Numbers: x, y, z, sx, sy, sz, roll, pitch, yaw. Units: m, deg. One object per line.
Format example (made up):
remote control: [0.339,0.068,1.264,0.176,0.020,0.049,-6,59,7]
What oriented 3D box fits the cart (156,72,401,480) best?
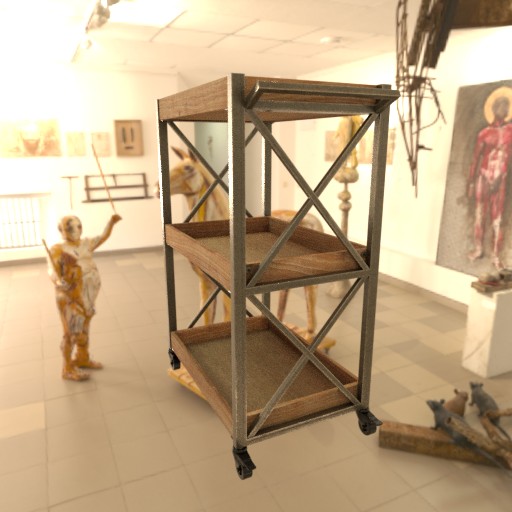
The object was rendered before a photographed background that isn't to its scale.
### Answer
cart: [0.000,0.000,1.204,0.377,0.835,0.673,-7,16,-25]
